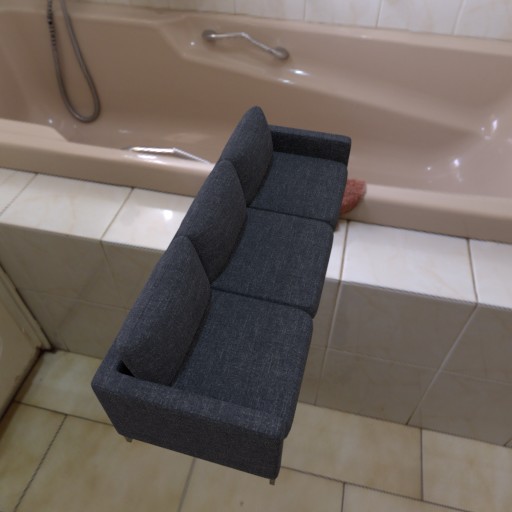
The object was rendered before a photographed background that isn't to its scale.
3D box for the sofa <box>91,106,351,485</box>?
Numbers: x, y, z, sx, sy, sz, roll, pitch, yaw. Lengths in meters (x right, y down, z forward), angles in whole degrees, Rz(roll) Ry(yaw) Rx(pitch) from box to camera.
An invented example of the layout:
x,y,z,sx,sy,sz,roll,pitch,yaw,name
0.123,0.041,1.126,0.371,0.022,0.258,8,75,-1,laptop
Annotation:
x,y,z,sx,sy,sz,roll,pitch,yaw,name
0.000,0.000,2.671,0.859,0.874,2.218,11,48,11,sofa
